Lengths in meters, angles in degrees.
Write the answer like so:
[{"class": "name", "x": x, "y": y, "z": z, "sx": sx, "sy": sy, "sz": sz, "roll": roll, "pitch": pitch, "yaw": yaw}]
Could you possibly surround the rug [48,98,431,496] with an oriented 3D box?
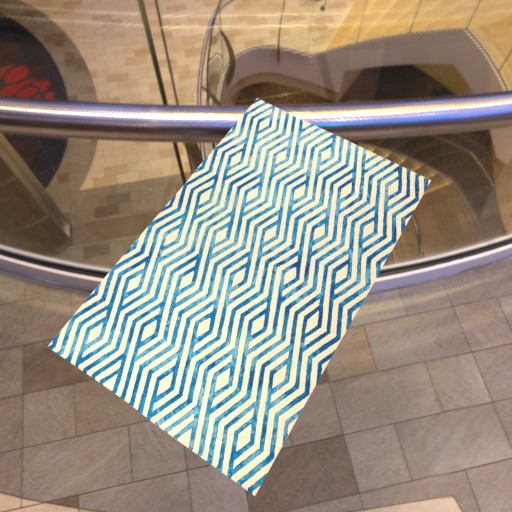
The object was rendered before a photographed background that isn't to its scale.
[{"class": "rug", "x": 0.000, "y": 0.000, "z": 3.019, "sx": 1.531, "sy": 0.008, "sz": 2.439, "roll": 30, "pitch": 68, "yaw": 13}]
